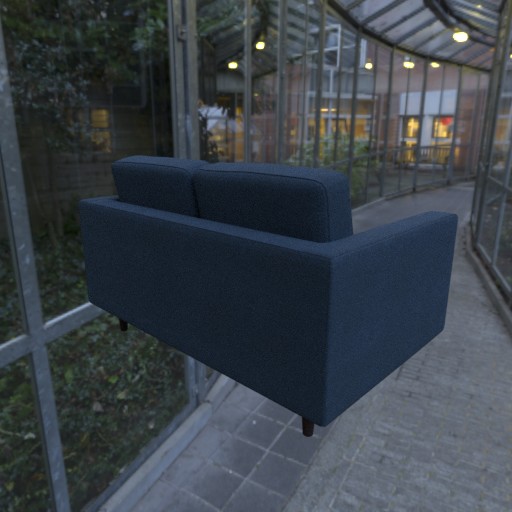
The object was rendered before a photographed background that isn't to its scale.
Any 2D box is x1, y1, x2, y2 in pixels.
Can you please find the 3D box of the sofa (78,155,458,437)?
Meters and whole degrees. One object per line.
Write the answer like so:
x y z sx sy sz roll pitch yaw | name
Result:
0.000 0.000 2.128 1.518 0.930 0.999 15 22 41 | sofa
